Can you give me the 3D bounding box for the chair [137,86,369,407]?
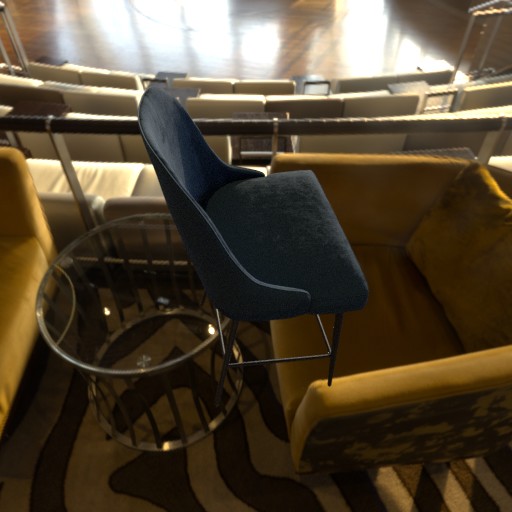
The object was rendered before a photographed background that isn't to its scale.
[{"bbox_3d":[0.000,0.000,1.265,0.489,0.927,0.526,-8,47,-8],"label":"chair"}]
